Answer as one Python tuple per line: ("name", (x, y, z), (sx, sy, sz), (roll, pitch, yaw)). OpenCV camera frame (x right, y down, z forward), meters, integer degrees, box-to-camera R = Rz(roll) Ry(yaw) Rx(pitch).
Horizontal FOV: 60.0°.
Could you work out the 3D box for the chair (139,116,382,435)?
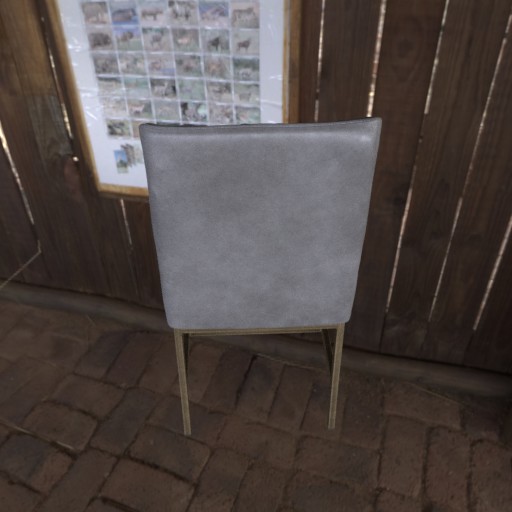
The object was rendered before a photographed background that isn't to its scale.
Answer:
("chair", (0.000, 0.000, 1.234), (0.508, 0.889, 0.587), (-1, 32, -2))
